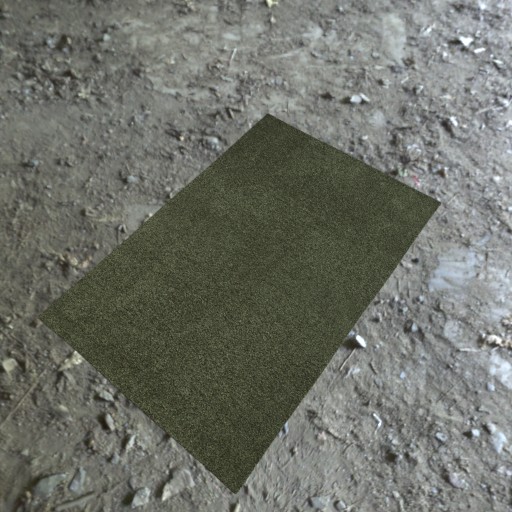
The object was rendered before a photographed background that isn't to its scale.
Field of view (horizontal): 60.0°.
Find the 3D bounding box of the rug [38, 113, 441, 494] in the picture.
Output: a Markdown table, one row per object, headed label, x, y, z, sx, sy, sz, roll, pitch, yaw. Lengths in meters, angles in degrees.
| label | x | y | z | sx | sy | sz | roll | pitch | yaw |
| --- | --- | --- | --- | --- | --- | --- | --- | --- | --- |
| rug | 0.000 | 0.000 | 3.396 | 1.802 | 0.026 | 2.699 | 33 | 63 | 19 |
